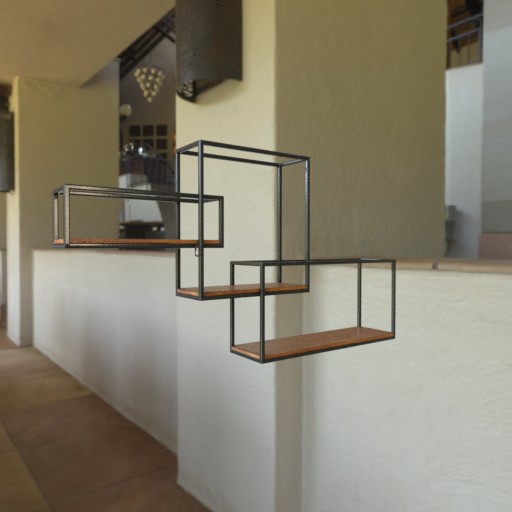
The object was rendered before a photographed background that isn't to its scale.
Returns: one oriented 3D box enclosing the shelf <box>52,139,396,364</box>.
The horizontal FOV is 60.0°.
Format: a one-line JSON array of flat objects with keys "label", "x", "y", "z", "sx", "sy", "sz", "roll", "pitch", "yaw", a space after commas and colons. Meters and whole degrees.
[{"label": "shelf", "x": 0.000, "y": 0.000, "z": 2.143, "sx": 1.781, "sy": 0.972, "sz": 0.275, "roll": -1, "pitch": 1, "yaw": -35}]
